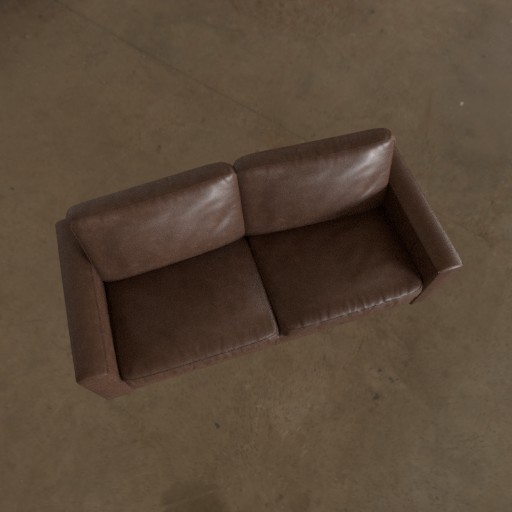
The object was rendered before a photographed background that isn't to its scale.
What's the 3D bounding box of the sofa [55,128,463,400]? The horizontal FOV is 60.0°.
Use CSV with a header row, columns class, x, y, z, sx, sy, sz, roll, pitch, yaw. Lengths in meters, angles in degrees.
class,x,y,z,sx,sy,sz,roll,pitch,yaw
sofa,0.000,0.000,2.653,2.179,0.873,1.016,-16,65,-8
